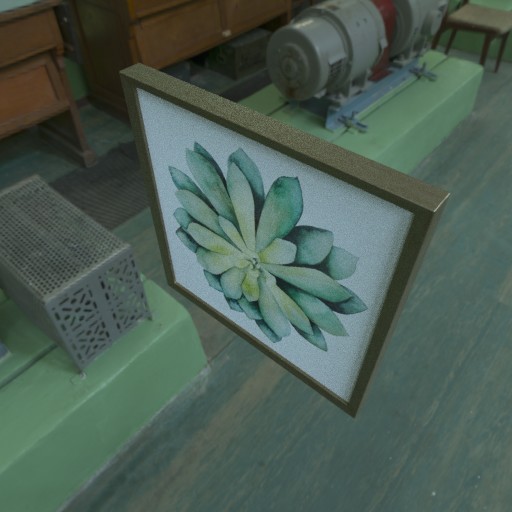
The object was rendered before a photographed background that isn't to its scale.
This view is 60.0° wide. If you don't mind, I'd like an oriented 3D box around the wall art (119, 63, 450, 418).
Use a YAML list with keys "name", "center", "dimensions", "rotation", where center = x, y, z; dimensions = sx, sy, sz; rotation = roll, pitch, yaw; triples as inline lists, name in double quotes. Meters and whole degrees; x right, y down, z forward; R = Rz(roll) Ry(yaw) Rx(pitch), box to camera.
- name: "wall art"
  center: [0.000, 0.000, 0.754]
  dimensions: [0.503, 0.506, 0.040]
  rotation: [31, 54, 26]
